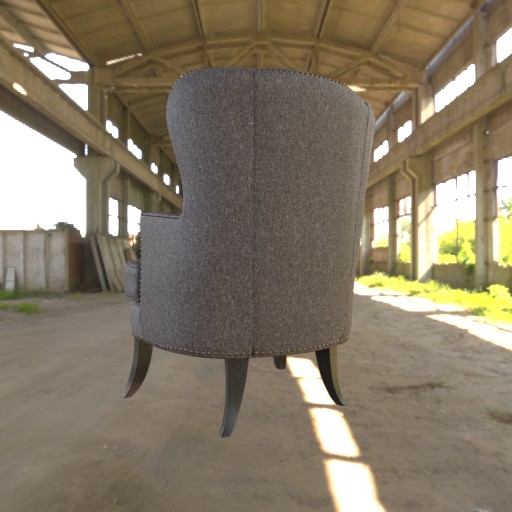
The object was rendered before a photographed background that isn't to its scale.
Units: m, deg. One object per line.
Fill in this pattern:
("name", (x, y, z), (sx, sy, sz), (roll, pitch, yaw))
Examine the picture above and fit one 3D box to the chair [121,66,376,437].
("chair", (0.000, 0.000, 1.595), (0.759, 1.060, 0.758), (0, 0, -34))
